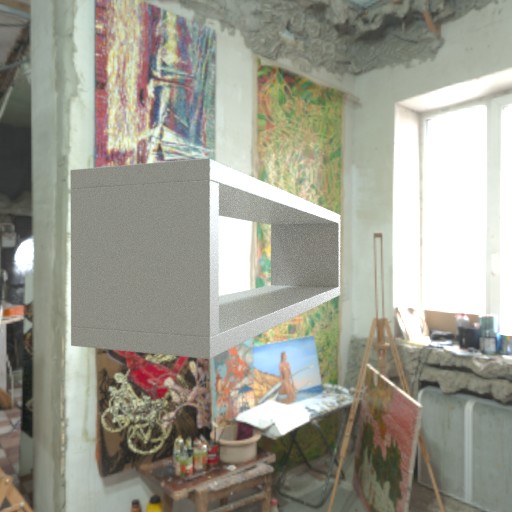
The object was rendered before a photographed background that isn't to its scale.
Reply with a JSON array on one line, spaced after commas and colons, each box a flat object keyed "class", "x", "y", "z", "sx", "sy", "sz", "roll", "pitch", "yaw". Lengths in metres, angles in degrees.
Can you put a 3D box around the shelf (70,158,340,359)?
[{"class": "shelf", "x": 0.000, "y": 0.000, "z": 0.686, "sx": 0.150, "sy": 0.170, "sz": 0.610, "roll": 0, "pitch": 0, "yaw": 21}]
